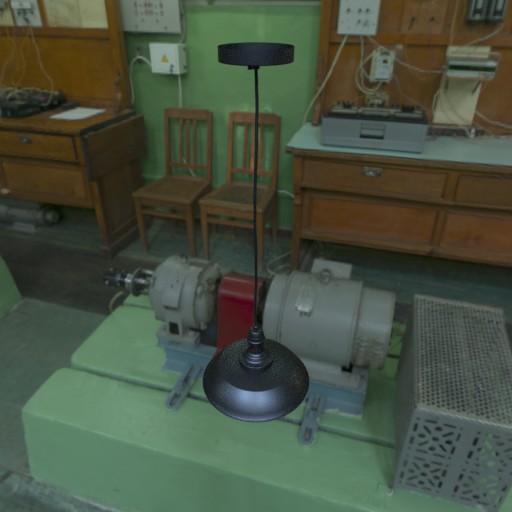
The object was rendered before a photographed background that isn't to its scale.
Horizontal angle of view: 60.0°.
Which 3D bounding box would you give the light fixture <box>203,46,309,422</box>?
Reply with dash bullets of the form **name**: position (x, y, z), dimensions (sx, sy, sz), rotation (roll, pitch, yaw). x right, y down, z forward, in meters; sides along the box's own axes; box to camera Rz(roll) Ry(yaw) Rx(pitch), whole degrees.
- **light fixture**: position (0.000, 0.000, 1.155), dimensions (0.331, 0.993, 0.331), rotation (8, 32, 13)
